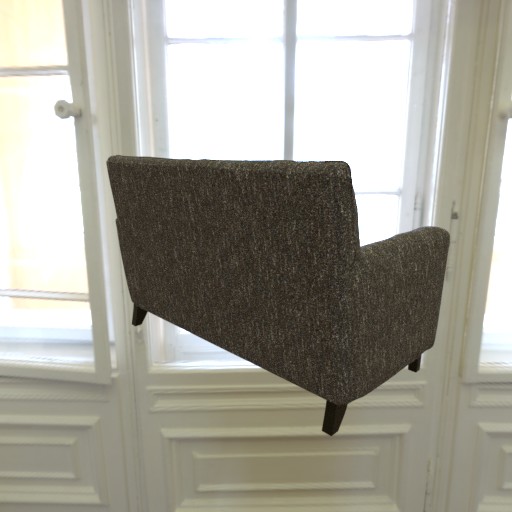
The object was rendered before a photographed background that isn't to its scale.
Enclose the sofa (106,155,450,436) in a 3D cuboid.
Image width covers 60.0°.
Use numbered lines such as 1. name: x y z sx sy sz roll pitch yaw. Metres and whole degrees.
1. sofa: 0.000 0.000 2.130 0.801 0.946 1.519 -13 19 -43
